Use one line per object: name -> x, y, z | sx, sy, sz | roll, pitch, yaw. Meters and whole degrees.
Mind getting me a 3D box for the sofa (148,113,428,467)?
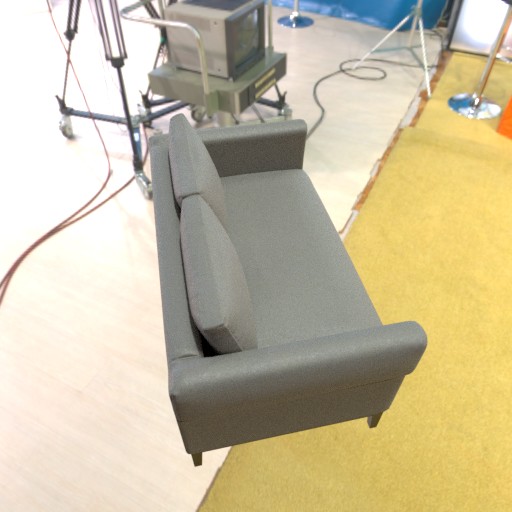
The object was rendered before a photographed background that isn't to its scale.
sofa -> 0.000, 0.000, 2.168 | 0.899, 0.873, 1.598 | -9, 47, -8
